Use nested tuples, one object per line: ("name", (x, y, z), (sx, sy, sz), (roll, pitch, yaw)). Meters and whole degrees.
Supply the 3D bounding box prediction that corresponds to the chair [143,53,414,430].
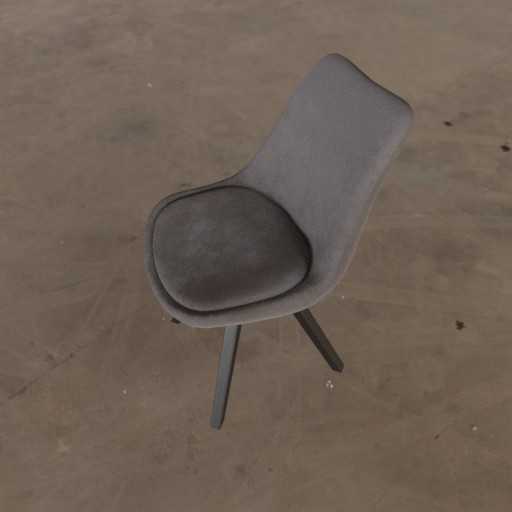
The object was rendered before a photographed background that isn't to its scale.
("chair", (0.000, 0.000, 1.144), (0.550, 0.850, 0.476), (-18, 50, -16))
